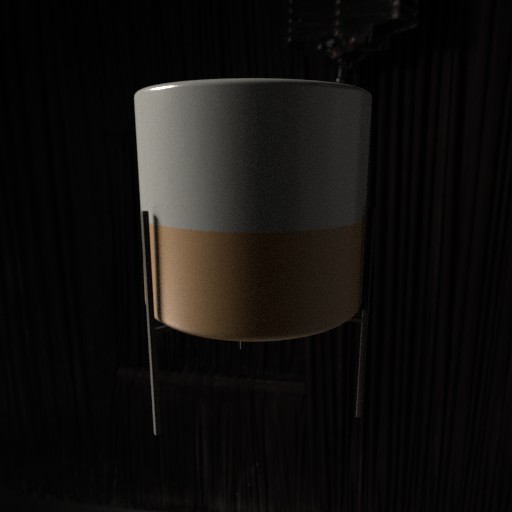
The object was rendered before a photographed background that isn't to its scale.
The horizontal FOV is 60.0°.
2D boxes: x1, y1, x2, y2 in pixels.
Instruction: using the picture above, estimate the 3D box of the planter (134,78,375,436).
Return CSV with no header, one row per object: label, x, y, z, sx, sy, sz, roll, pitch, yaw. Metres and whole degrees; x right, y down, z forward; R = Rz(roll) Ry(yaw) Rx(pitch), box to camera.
planter,0.000,0.000,0.630,0.310,0.432,0.310,2,14,7
